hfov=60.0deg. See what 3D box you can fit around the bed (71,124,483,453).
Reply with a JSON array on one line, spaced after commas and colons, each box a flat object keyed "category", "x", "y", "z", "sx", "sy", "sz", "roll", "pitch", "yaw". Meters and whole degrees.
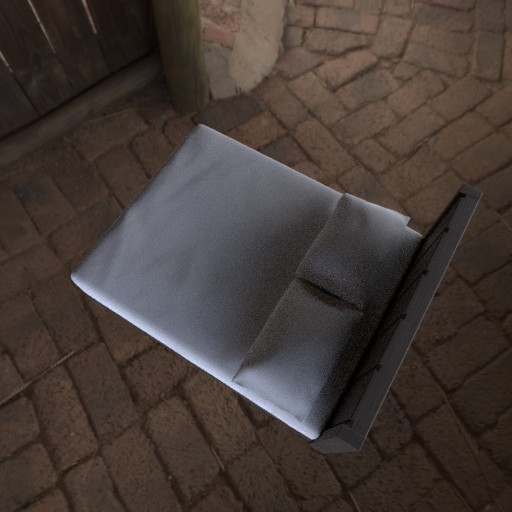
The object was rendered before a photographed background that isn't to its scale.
[{"category": "bed", "x": 0.000, "y": 0.000, "z": 3.264, "sx": 2.242, "sy": 1.270, "sz": 1.727, "roll": 29, "pitch": 69, "yaw": 13}]
